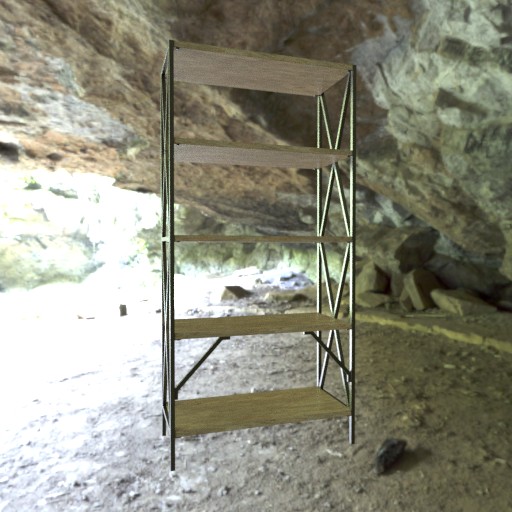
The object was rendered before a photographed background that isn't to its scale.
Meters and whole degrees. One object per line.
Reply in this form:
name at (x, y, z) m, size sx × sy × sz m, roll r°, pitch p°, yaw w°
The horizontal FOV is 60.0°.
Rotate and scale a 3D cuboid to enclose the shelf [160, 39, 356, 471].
shelf at (0.000, 0.000, 2.165) m, size 0.874 × 1.803 × 0.386 m, roll 0°, pitch 1°, yaw -17°
